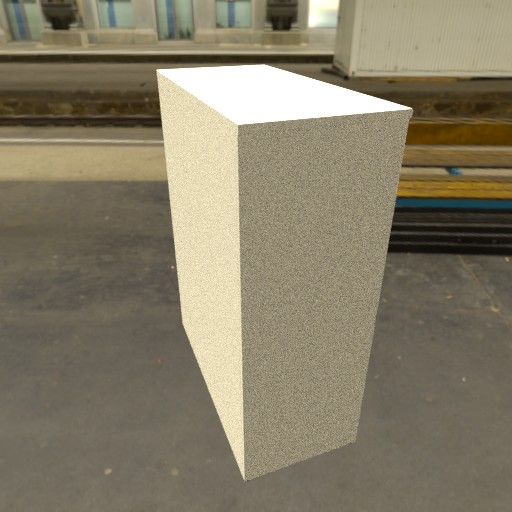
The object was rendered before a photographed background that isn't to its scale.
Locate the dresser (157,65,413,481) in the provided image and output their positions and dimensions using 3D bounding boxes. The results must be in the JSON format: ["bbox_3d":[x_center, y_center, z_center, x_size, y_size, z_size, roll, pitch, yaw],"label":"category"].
[{"bbox_3d":[0.000,0.000,1.428,0.380,1.040,0.800,-11,31,-18],"label":"dresser"}]
